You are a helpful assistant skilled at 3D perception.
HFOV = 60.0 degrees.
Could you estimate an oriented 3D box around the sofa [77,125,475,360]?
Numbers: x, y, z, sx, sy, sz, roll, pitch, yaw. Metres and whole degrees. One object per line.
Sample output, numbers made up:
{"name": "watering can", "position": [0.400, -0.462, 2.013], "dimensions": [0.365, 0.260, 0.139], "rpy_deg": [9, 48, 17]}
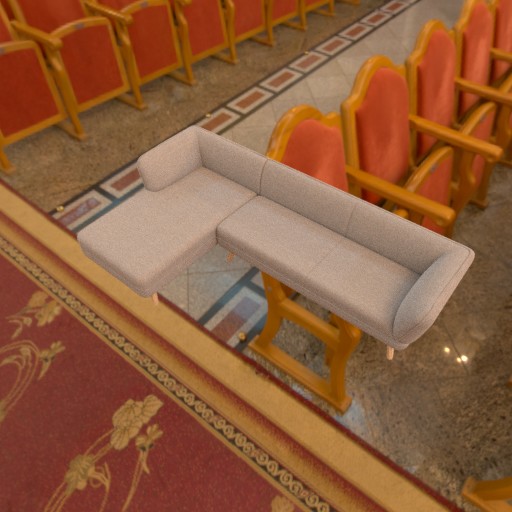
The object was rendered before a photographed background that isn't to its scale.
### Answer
{"name": "sofa", "position": [0.000, 0.000, 3.388], "dimensions": [2.653, 0.693, 1.532], "rpy_deg": [30, 53, 26]}
